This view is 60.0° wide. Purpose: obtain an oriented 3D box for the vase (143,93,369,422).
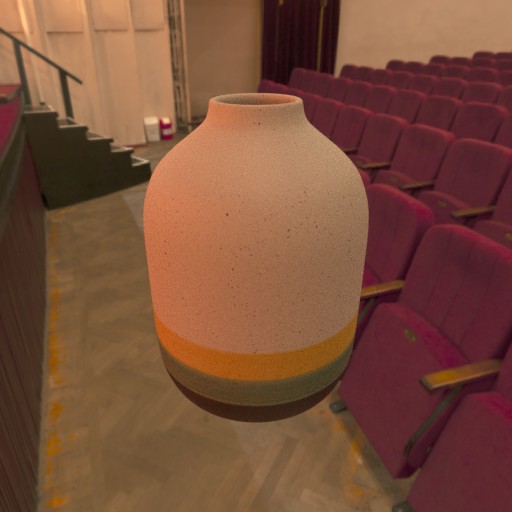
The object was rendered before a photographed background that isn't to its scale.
[{"bbox_3d":[0.000,0.000,0.356,0.169,0.240,0.169,0,27,0],"label":"vase"}]
